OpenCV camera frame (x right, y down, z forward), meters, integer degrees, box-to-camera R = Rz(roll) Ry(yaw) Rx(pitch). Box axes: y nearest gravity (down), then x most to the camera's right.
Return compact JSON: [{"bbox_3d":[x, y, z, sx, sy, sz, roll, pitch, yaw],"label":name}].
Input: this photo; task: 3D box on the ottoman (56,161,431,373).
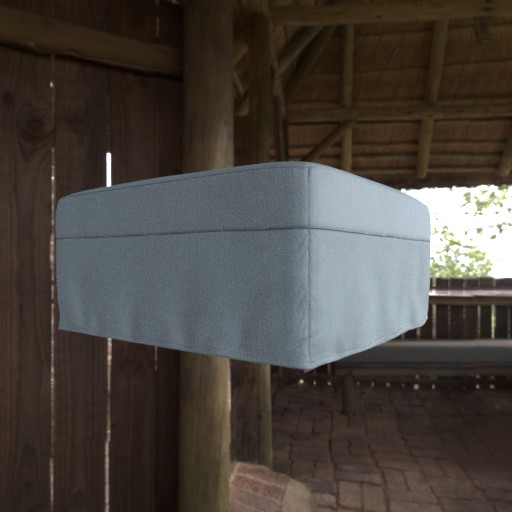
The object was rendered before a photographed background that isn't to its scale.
[{"bbox_3d":[0.000,0.000,1.346,0.843,0.441,0.842,0,0,36],"label":"ottoman"}]
